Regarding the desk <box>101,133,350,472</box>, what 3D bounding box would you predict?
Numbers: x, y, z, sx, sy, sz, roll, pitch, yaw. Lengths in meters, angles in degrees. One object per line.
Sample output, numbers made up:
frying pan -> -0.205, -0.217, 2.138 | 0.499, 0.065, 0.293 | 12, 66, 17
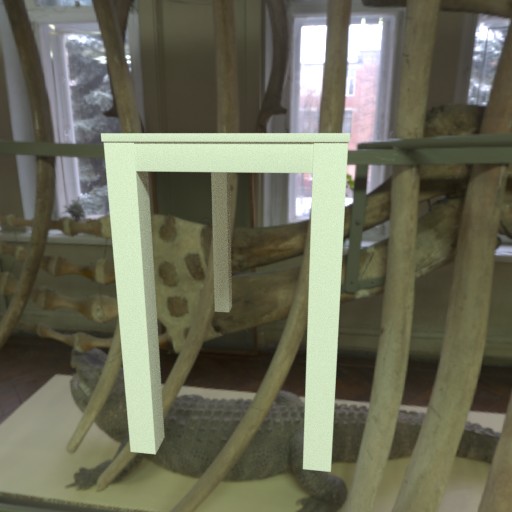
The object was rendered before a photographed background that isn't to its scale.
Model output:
desk -> 0.000, 0.000, 1.438 | 0.497, 0.762, 0.990 | 2, 15, 8
